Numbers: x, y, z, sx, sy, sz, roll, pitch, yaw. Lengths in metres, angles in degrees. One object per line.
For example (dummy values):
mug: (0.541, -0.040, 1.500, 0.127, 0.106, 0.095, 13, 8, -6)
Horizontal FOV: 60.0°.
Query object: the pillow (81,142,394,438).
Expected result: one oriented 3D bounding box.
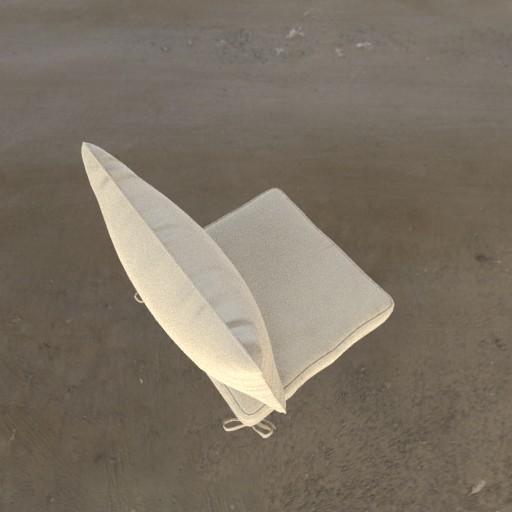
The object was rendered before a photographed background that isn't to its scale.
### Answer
pillow: (0.000, 0.000, 1.378, 0.733, 0.716, 0.798, -33, 63, -19)
